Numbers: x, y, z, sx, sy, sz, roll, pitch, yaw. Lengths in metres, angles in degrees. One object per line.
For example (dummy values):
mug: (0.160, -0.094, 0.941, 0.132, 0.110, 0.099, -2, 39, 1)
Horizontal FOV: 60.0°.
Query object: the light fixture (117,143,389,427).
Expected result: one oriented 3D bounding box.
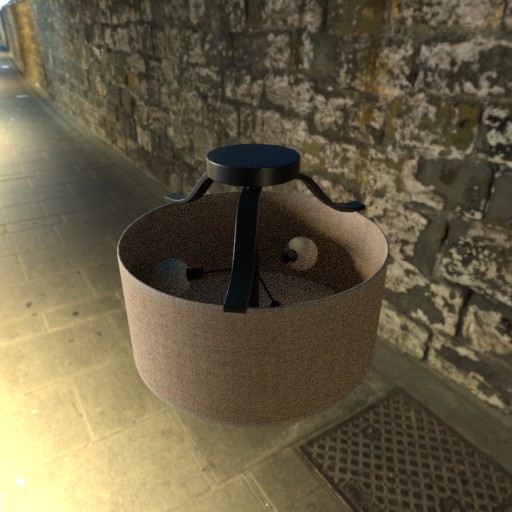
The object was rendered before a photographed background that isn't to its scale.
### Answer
light fixture: (0.000, 0.000, 0.661, 0.390, 0.306, 0.390, 0, 28, 0)
